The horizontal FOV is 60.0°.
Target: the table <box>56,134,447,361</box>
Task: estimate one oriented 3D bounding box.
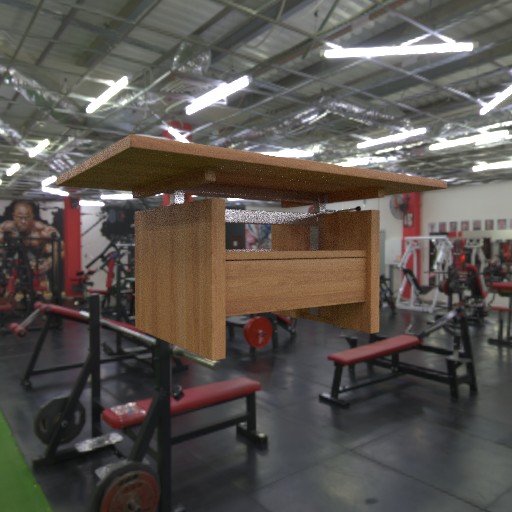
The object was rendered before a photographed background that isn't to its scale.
[{"bbox_3d":[0.000,0.000,1.482,1.100,0.510,0.700,-1,2,-35],"label":"table"}]
